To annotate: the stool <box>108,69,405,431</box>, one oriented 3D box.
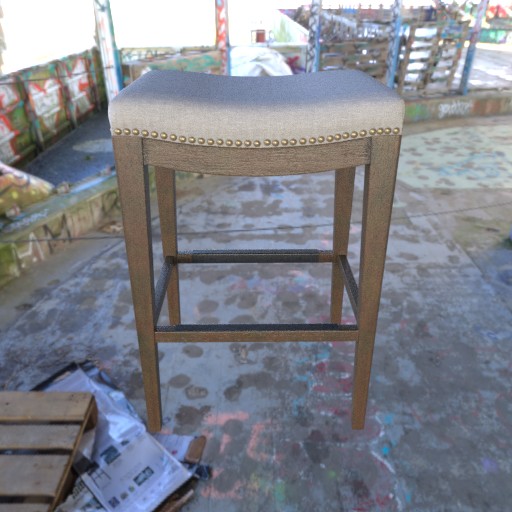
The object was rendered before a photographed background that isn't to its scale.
[{"bbox_3d":[0.000,0.000,1.014,0.508,0.762,0.356,0,30,-1],"label":"stool"}]
